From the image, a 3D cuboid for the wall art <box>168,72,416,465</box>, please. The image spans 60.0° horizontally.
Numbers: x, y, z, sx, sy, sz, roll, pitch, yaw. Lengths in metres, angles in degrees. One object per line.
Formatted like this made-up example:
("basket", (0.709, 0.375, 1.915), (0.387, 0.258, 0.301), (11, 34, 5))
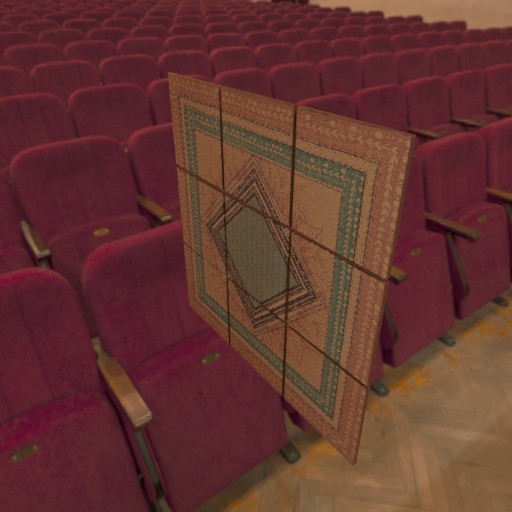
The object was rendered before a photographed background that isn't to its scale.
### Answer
("wall art", (0.000, 0.000, 1.317), (0.013, 0.914, 0.915), (-21, 36, -31))
